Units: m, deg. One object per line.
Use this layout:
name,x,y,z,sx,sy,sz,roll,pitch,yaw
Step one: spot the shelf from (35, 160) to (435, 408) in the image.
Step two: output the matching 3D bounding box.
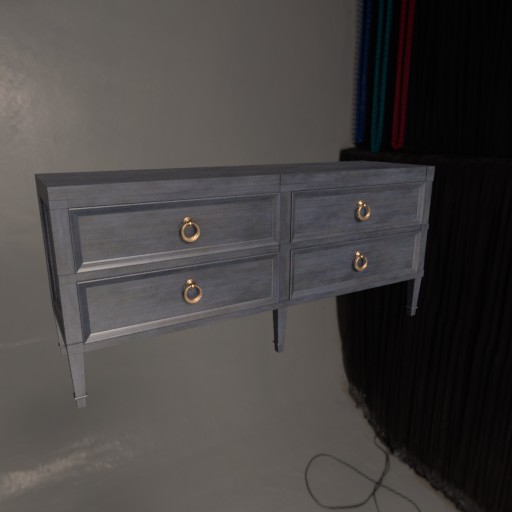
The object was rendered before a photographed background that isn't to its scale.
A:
shelf,0.000,0.000,1.877,1.575,0.719,0.479,-9,18,-28
